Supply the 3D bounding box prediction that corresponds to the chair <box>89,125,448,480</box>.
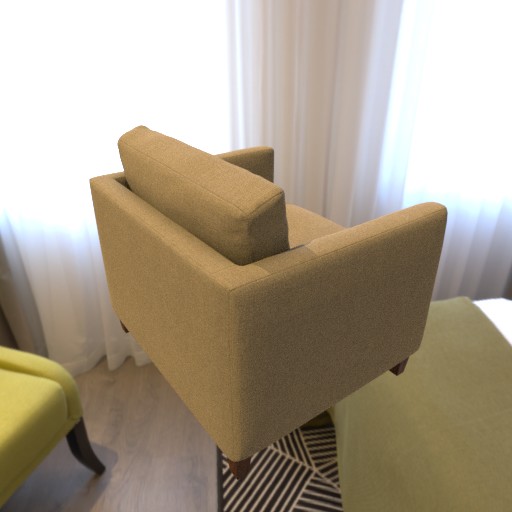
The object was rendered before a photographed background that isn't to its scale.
[{"bbox_3d":[0.000,0.000,1.803,0.959,0.963,1.107,-19,33,-31],"label":"chair"}]
